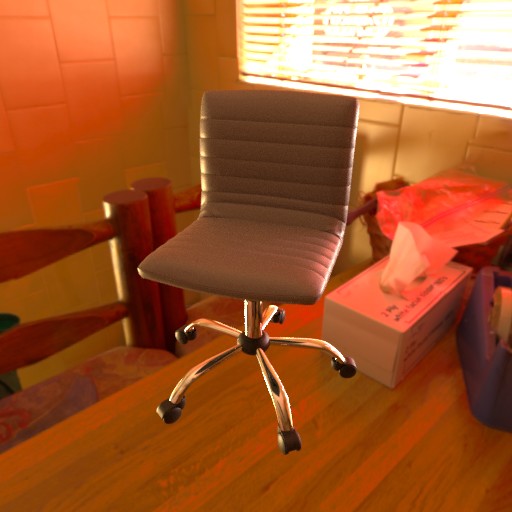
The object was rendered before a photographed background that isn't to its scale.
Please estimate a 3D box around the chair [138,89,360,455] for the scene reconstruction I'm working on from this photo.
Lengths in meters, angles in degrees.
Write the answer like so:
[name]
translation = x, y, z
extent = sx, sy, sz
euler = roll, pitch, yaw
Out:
[chair]
translation = 0.000, 0.000, 1.125
extent = 0.569, 0.750, 0.542
euler = 8, 29, 15
